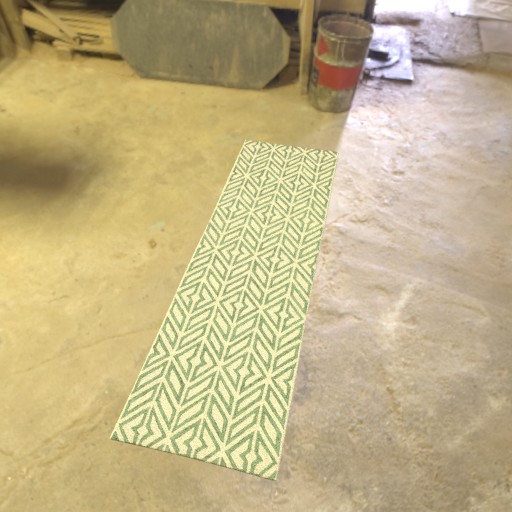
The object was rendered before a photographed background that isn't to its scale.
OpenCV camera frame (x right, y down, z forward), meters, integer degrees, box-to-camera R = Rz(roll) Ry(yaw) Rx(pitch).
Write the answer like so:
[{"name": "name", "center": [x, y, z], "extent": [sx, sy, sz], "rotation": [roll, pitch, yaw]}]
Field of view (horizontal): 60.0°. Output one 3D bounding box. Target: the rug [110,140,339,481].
[{"name": "rug", "center": [0.000, 0.000, 2.697], "extent": [0.750, 0.009, 2.435], "rotation": [10, 48, 9]}]
